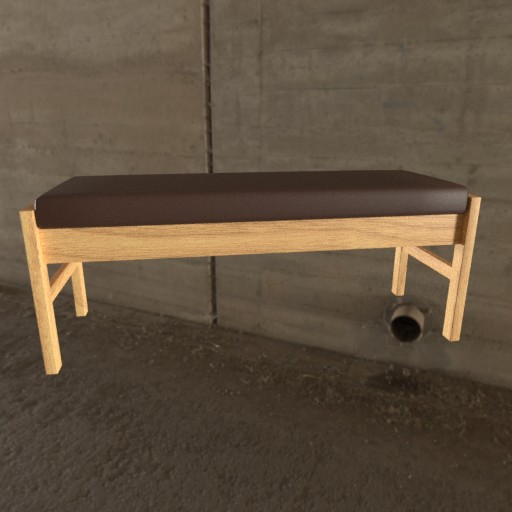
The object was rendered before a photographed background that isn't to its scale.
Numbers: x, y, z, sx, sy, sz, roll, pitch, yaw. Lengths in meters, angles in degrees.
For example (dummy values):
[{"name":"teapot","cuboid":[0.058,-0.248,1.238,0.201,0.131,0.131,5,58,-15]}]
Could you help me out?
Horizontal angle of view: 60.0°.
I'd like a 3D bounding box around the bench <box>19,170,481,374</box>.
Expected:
[{"name":"bench","cuboid":[0.000,0.000,1.390,1.200,0.480,0.405,-3,18,-9]}]
